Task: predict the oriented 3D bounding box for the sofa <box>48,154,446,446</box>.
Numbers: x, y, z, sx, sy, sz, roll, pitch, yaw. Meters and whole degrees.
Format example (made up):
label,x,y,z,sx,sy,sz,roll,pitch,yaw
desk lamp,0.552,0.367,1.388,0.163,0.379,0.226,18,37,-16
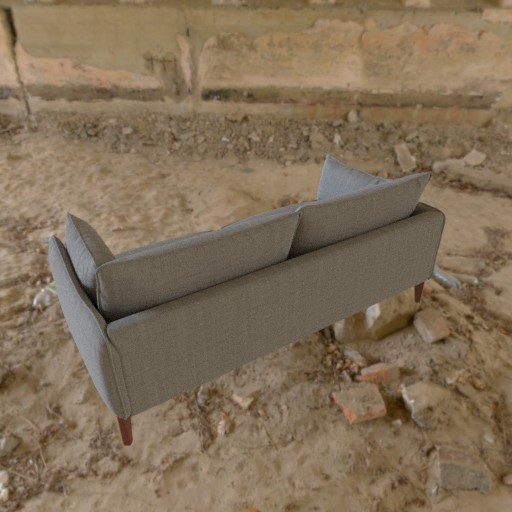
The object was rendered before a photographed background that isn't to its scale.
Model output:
label,x,y,z,sx,sy,sz,roll,pitch,yaw
sofa,0.000,0.000,2.436,1.989,0.851,0.972,-18,35,-28
